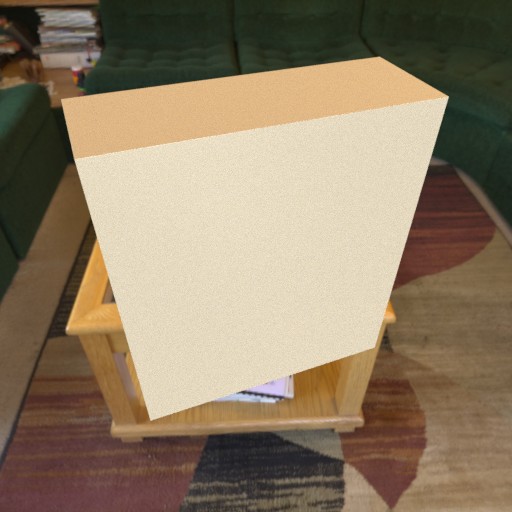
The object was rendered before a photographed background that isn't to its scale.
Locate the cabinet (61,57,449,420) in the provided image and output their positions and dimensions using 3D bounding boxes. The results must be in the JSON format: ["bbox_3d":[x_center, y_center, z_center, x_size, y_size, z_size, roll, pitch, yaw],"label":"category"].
[{"bbox_3d":[0.000,0.000,1.583,0.990,1.150,0.348,-14,44,-15],"label":"cabinet"}]
